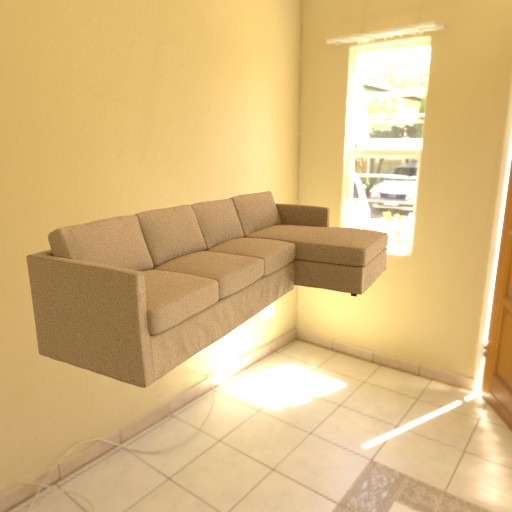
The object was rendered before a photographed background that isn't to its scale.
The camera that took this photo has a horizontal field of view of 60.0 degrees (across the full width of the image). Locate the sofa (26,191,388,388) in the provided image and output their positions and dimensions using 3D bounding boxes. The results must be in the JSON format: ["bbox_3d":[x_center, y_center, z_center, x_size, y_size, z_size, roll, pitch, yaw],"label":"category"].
[{"bbox_3d":[0.000,0.000,3.849,1.622,0.867,3.177,7,15,27],"label":"sofa"}]
